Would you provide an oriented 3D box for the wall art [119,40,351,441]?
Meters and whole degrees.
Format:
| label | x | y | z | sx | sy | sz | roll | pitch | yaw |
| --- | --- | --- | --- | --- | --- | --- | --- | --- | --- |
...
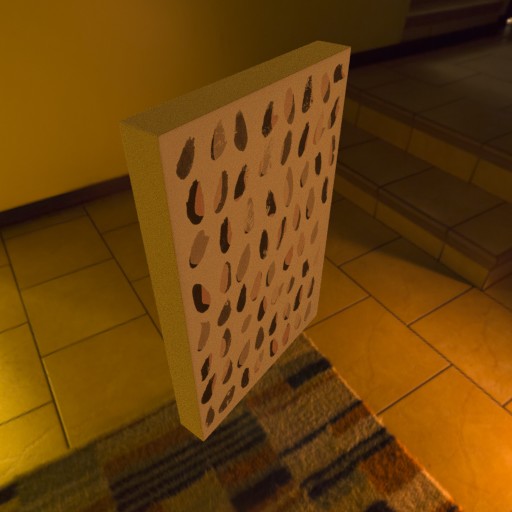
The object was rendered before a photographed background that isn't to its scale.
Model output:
| label | x | y | z | sx | sy | sz | roll | pitch | yaw |
| --- | --- | --- | --- | --- | --- | --- | --- | --- | --- |
| wall art | 0.000 | 0.000 | 0.484 | 0.039 | 0.381 | 0.252 | 26 | 47 | 28 |
